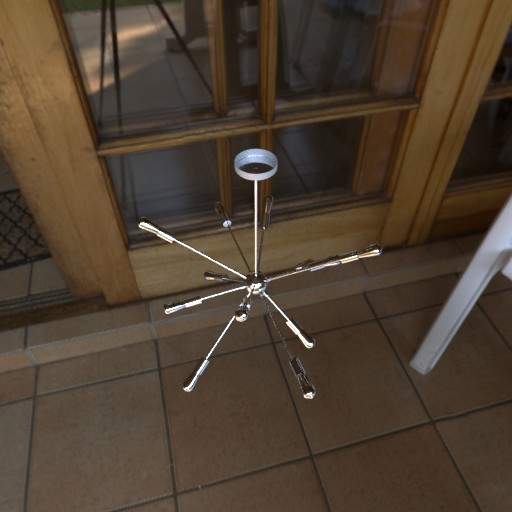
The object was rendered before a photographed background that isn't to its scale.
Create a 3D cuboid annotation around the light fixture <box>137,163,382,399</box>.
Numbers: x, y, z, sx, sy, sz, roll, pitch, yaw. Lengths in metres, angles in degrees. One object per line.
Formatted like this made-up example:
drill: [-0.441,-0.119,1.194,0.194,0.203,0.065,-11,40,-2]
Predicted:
light fixture: [0.000,0.000,1.094,0.509,0.558,0.684,-15,49,-14]
